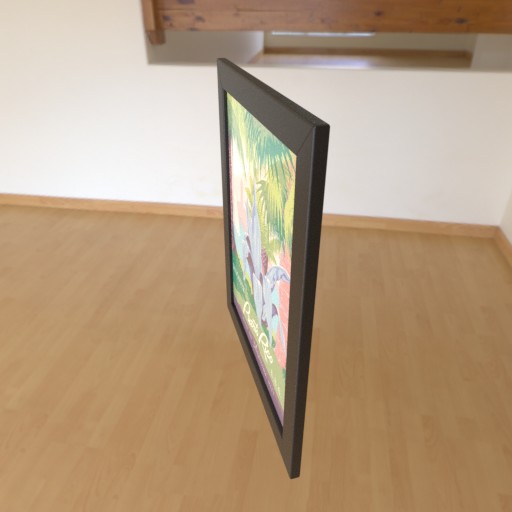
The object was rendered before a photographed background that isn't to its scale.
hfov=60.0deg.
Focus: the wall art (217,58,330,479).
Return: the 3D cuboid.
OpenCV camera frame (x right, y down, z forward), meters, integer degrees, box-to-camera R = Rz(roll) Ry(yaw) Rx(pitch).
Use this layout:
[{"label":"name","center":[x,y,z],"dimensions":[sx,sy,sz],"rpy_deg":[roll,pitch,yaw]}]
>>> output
[{"label":"wall art","center":[0.000,0.000,0.780],"dimensions":[0.018,0.582,0.481],"rpy_deg":[-8,32,-13]}]
